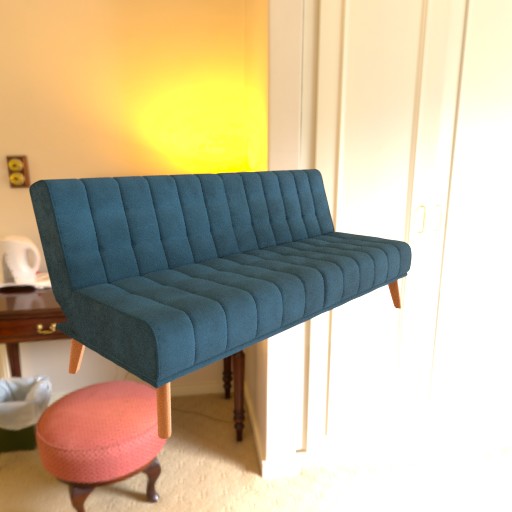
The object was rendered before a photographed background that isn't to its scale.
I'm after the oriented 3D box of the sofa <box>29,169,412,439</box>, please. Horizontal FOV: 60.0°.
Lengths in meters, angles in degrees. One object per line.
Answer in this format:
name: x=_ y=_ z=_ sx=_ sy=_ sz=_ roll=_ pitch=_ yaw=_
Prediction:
sofa: x=0.000 y=0.000 z=2.244 sx=0.855 sy=0.813 sz=1.804 roll=12 pitch=17 yaw=41
